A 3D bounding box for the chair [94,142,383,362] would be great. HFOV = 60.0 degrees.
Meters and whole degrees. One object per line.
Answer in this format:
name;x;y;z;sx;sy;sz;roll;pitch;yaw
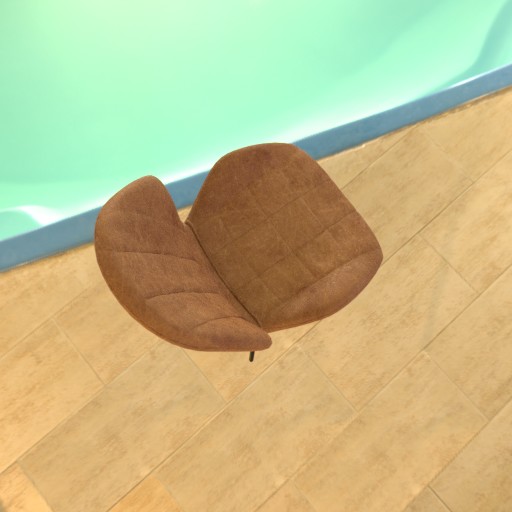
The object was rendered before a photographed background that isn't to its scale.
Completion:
chair;0.000;0.000;1.276;0.640;0.929;0.527;-34;78;-8
